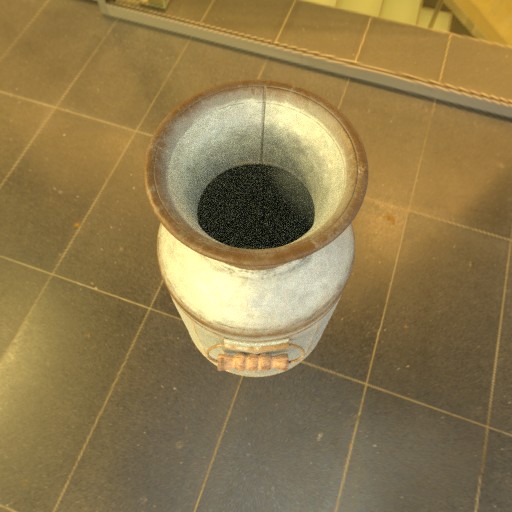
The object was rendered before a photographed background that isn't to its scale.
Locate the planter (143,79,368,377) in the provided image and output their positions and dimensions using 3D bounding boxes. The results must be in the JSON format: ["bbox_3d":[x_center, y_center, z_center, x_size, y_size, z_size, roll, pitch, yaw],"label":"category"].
[{"bbox_3d":[0.000,0.000,0.510,0.215,0.358,0.248,0,65,0],"label":"planter"}]
